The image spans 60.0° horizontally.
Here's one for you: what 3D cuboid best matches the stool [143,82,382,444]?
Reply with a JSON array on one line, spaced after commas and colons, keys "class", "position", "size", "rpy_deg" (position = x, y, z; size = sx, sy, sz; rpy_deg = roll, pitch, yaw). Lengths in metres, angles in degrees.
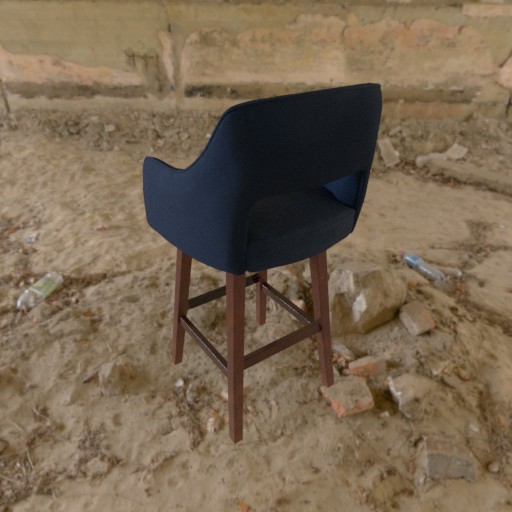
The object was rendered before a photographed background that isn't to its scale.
[{"class": "stool", "position": [0.000, 0.000, 1.344], "size": [0.550, 1.041, 0.560], "rpy_deg": [-20, 36, -30]}]
